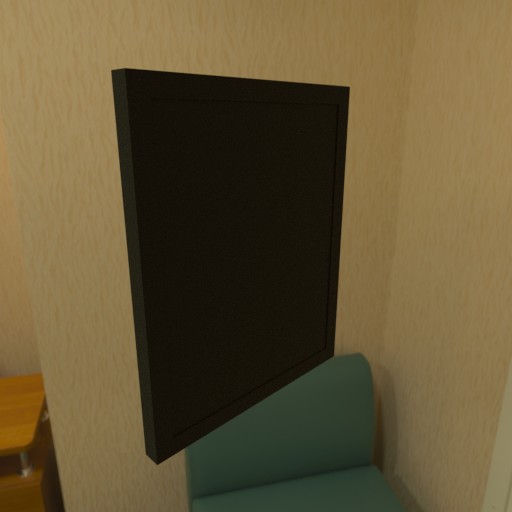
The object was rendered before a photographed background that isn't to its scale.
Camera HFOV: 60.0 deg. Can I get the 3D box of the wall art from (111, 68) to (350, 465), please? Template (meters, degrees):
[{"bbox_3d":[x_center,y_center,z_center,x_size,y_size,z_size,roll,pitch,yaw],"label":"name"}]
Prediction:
[{"bbox_3d":[0.000,0.000,0.755,0.033,0.559,0.457,17,24,42],"label":"wall art"}]
